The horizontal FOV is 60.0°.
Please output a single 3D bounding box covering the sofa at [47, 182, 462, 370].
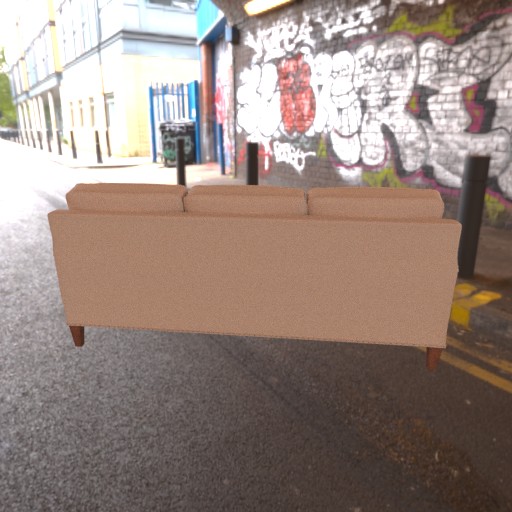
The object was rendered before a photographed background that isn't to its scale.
[{"bbox_3d":[0.000,0.000,2.877,2.246,1.003,1.084,2,17,7],"label":"sofa"}]
